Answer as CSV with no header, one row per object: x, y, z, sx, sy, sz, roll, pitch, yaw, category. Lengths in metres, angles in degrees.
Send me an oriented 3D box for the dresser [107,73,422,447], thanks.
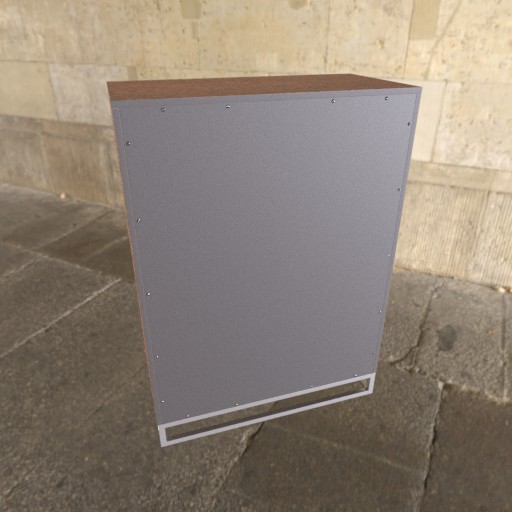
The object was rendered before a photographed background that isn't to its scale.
0.000,0.000,1.812,0.965,1.321,0.508,-8,29,-16,dresser
